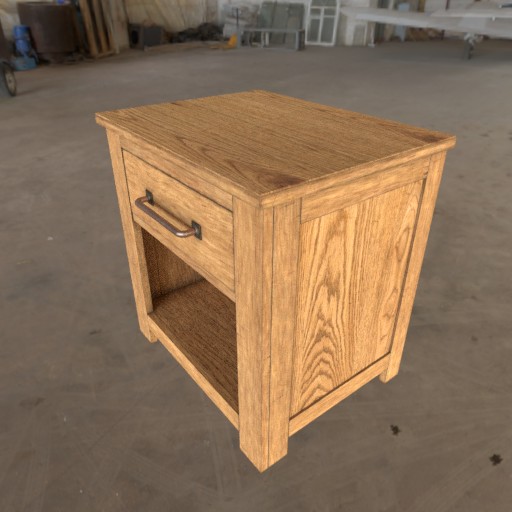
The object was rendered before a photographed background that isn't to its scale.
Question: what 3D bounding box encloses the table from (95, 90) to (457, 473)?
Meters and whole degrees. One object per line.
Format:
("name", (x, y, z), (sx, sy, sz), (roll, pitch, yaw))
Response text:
("table", (0.000, 0.000, 1.064), (0.494, 0.625, 0.601), (-21, 37, -32))
